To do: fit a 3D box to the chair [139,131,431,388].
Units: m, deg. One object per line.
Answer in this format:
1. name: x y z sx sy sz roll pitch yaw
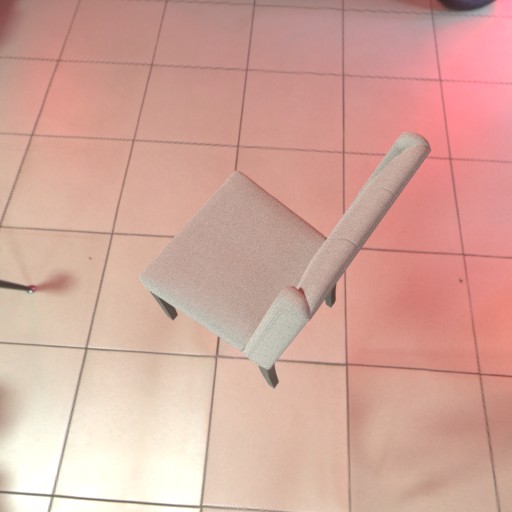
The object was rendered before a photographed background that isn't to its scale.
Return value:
1. chair: 0.000 0.000 1.252 0.523 0.961 0.474 34 70 14
